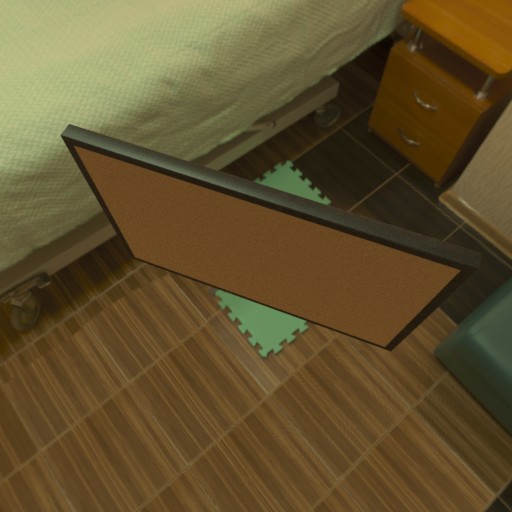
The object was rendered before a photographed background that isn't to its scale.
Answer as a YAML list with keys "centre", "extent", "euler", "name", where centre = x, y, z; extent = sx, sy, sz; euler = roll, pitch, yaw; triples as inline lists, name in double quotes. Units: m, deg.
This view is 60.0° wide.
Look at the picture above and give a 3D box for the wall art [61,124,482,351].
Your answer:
- centre: [0.000, 0.000, 1.184]
  extent: [0.912, 0.612, 0.038]
  euler: [19, 65, 9]
  name: "wall art"
